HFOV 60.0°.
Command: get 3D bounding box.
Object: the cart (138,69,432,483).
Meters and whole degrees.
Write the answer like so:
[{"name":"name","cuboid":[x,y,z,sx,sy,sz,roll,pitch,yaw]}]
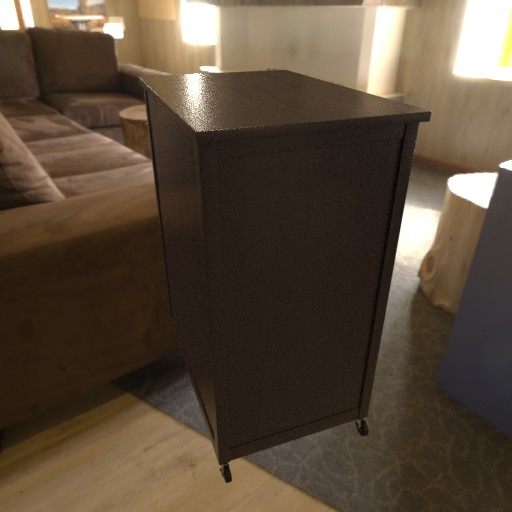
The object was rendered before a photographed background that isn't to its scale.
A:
[{"name":"cart","cuboid":[0.000,0.000,1.233,0.449,0.878,0.690,-10,31,-18]}]
